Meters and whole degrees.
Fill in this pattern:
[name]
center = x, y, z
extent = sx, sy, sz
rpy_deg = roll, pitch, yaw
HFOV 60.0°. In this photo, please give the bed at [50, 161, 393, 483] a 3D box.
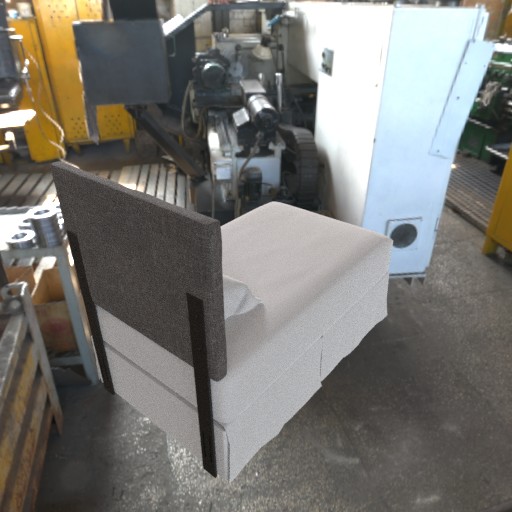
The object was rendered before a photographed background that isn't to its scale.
[bed]
center = 0.000, 0.000, 2.996
extent = 1.261, 1.571, 1.997
rpy_deg = 22, 37, 33
